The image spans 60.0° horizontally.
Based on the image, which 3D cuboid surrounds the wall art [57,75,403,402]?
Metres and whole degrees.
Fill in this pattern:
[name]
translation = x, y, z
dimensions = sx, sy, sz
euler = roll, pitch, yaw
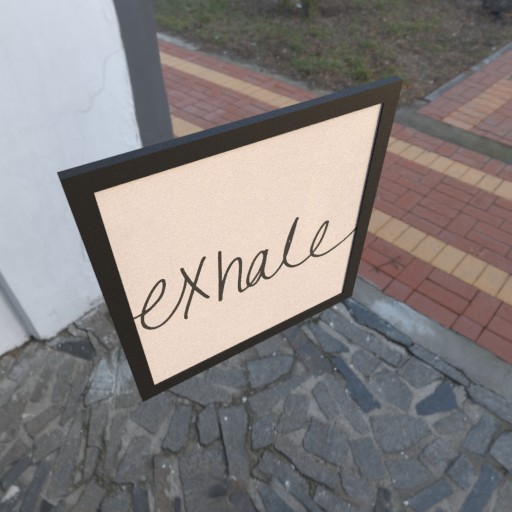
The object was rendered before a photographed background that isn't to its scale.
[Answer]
[wall art]
translation = 0.000, 0.000, 0.535
dimensions = 0.358, 0.357, 0.012
euler = -23, 49, -21
